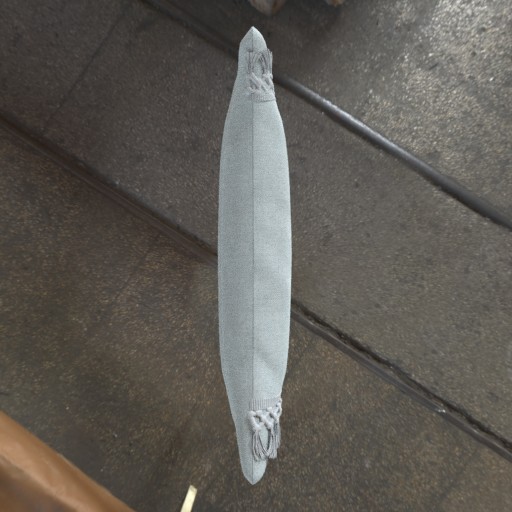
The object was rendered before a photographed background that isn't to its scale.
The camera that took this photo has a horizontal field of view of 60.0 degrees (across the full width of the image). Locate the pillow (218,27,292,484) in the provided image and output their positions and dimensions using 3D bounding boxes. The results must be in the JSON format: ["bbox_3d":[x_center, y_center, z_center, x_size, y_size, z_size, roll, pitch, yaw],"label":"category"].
[{"bbox_3d":[0.000,0.000,0.593,0.084,0.305,0.466,0,89,1],"label":"pillow"}]
